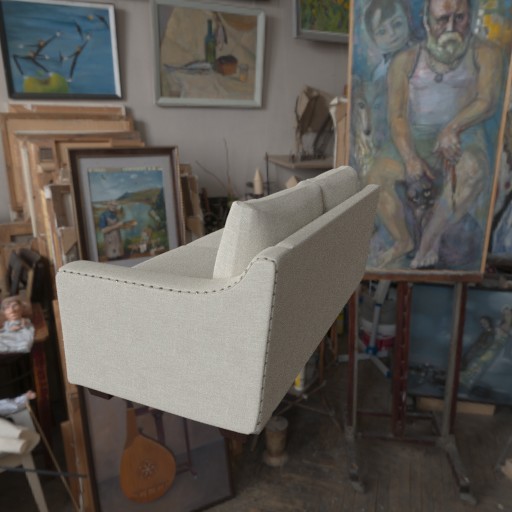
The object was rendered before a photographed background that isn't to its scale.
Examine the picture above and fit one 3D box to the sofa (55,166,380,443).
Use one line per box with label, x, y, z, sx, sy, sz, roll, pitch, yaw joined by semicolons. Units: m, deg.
sofa;0.000;0.000;2.715;1.104;0.983;2.107;7;18;23
